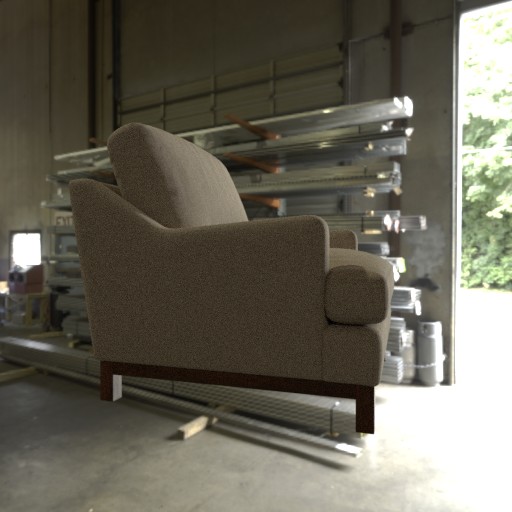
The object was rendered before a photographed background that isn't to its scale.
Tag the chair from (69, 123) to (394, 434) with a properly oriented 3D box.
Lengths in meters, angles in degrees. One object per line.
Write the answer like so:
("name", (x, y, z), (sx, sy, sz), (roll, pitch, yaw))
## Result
("chair", (0.000, 0.000, 1.692), (1.001, 0.916, 0.912), (0, 1, 18))
